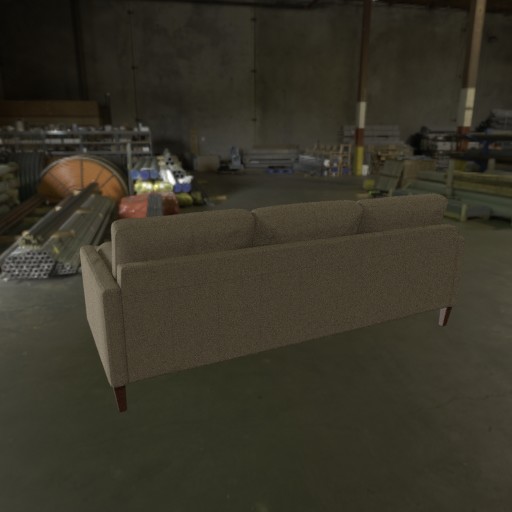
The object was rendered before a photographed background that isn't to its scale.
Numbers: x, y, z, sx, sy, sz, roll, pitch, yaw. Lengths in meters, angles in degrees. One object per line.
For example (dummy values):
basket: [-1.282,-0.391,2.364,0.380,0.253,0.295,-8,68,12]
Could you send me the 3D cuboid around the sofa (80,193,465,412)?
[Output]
sofa: [0.000,0.000,2.962,2.178,0.875,1.506,-8,17,-26]
